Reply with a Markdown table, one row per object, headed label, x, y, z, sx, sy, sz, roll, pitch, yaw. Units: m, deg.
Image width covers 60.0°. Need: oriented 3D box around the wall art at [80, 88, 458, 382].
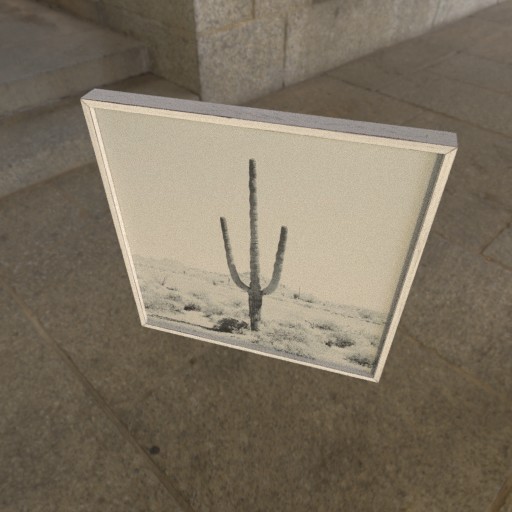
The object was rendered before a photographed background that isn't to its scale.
| label | x | y | z | sx | sy | sz | roll | pitch | yaw |
| --- | --- | --- | --- | --- | --- | --- | --- | --- | --- |
| wall art | 0.000 | 0.000 | 0.760 | 0.508 | 0.508 | 0.038 | 11 | 43 | 12 |
